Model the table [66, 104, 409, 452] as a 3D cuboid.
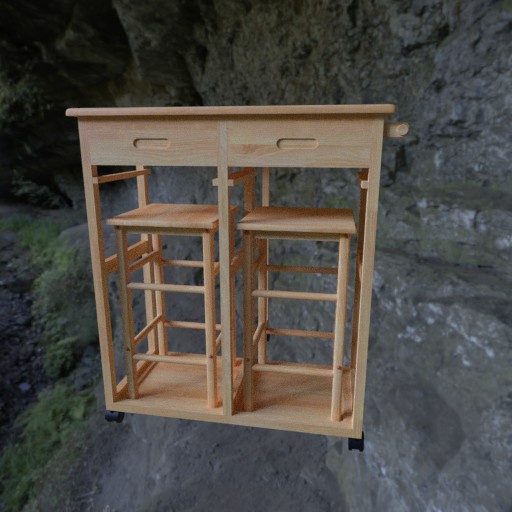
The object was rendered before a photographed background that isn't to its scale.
[{"bbox_3d":[0.000,0.000,1.367,0.752,0.832,0.693,3,15,10],"label":"table"}]
